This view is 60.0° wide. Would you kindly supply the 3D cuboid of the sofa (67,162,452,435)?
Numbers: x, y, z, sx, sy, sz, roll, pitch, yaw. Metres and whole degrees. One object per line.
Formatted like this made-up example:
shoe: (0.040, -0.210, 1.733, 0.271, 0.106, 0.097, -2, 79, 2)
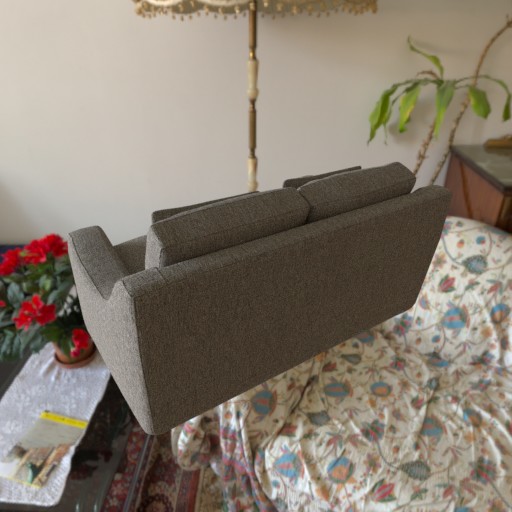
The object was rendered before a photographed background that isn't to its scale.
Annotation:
sofa: (0.000, 0.000, 2.421, 1.778, 0.991, 1.120, -18, 33, -29)
